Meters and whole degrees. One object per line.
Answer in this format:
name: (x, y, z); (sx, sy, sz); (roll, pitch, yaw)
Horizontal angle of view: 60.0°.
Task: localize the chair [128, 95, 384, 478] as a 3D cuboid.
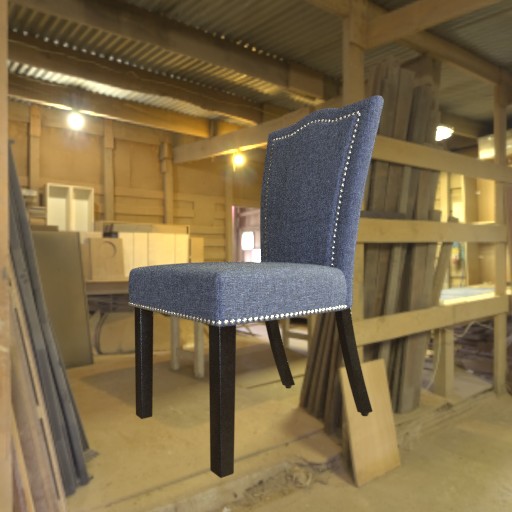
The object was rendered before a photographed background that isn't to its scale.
chair: (0.000, 0.000, 1.291); (0.589, 0.946, 0.518); (0, 0, -37)
